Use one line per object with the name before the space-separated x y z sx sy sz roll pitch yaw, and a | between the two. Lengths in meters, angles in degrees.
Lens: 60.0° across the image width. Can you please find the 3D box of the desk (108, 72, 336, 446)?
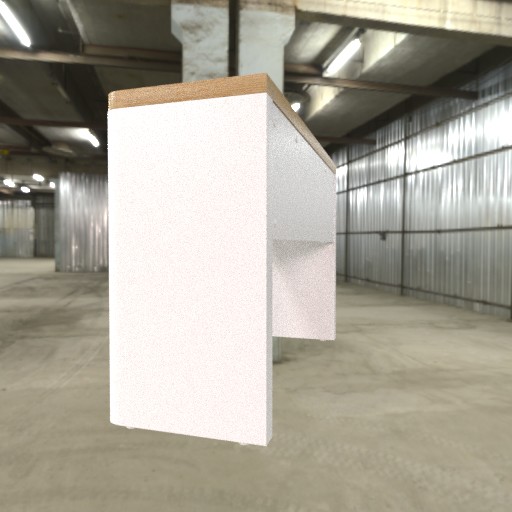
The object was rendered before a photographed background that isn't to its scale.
desk | 0.000 0.000 1.476 0.390 0.760 1.100 0 1 17
